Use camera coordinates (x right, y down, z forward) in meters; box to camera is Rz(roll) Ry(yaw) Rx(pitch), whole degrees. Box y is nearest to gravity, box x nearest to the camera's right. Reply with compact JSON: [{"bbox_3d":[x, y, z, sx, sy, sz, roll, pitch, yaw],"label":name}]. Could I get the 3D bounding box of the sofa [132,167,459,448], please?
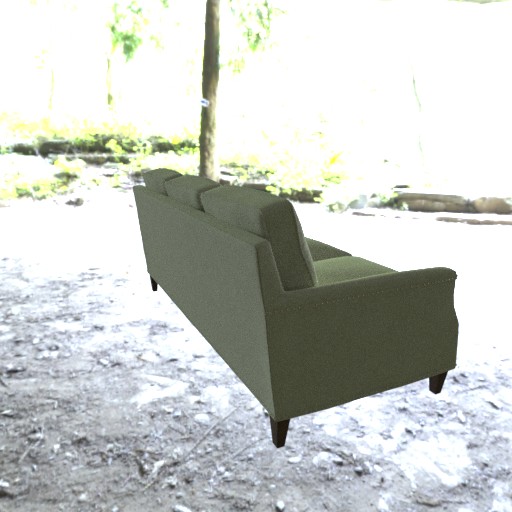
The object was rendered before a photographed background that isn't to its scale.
[{"bbox_3d":[0.000,0.000,2.775,1.084,1.003,2.246,-7,17,-25],"label":"sofa"}]
